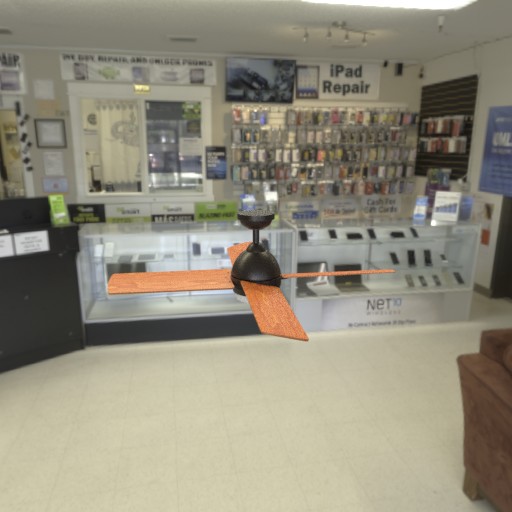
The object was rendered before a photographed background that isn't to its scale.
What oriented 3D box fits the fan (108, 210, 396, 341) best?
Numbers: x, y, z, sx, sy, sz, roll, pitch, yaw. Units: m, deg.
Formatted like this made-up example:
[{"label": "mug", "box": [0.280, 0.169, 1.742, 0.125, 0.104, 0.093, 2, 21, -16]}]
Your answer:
[{"label": "fan", "box": [0.000, 0.000, 2.049, 1.332, 0.403, 1.332, -2, 15, -8]}]
